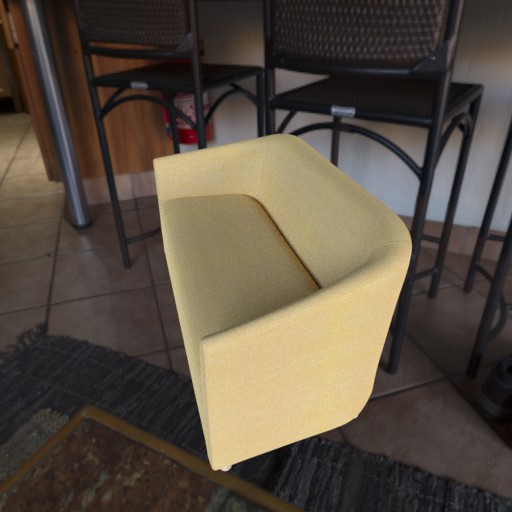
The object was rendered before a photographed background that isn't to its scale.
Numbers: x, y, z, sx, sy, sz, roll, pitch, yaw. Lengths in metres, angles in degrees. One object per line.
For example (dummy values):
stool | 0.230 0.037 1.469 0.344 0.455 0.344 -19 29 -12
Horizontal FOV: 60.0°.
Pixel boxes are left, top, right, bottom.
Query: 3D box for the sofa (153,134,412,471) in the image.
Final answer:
sofa | 0.000 0.000 1.872 0.705 0.721 1.452 -8 32 -14
